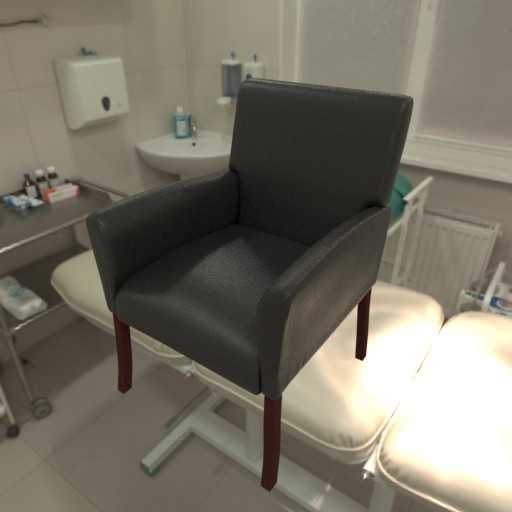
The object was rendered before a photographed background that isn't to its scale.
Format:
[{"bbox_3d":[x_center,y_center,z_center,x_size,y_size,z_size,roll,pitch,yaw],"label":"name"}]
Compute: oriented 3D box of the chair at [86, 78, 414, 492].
[{"bbox_3d":[0.000,0.000,1.438,0.683,0.951,0.772,20,36,30],"label":"chair"}]
